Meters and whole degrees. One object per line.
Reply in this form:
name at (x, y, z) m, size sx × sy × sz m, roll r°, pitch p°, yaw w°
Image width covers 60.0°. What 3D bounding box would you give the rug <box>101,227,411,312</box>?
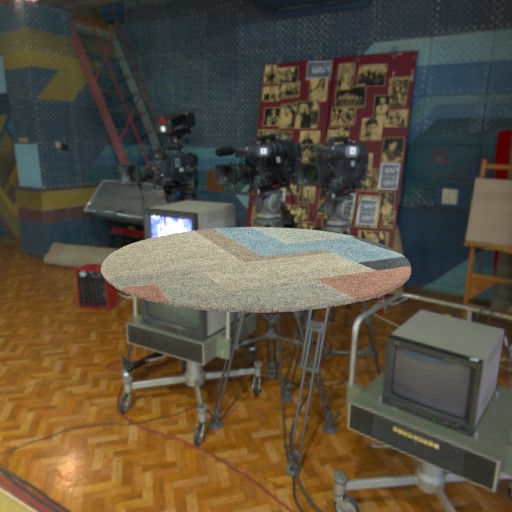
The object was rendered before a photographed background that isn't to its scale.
rug at (0.000, 0.000, 3.706) m, size 2.461 × 0.033 × 2.461 m, roll 0°, pitch 15°, yaw 0°
